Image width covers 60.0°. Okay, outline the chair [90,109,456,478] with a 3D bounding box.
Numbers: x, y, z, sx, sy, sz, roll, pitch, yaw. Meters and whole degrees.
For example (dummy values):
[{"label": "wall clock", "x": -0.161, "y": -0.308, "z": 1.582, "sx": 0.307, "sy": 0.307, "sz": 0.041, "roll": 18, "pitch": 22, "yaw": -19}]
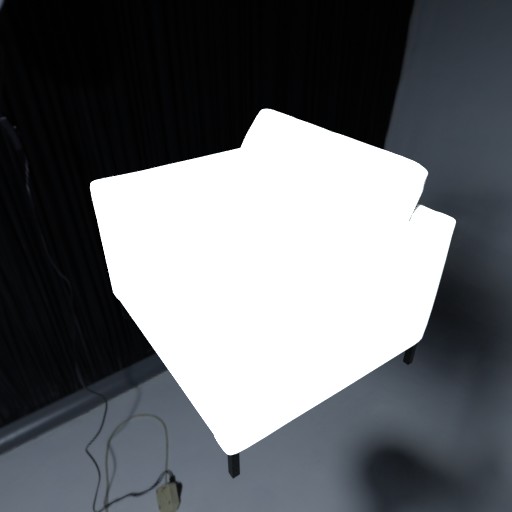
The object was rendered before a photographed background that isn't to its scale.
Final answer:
[{"label": "chair", "x": 0.000, "y": 0.000, "z": 1.591, "sx": 0.875, "sy": 0.806, "sz": 0.964, "roll": -21, "pitch": 38, "yaw": -29}]
